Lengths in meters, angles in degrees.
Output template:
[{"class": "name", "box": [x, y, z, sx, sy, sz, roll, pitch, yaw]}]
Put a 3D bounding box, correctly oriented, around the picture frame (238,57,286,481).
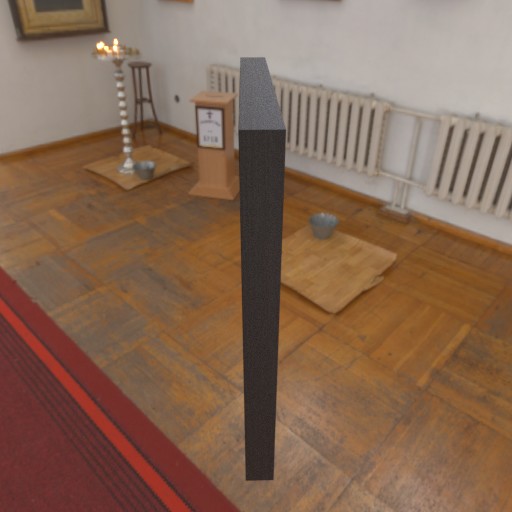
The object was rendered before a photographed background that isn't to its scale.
[{"class": "picture frame", "box": [0.000, 0.000, 0.747, 0.044, 0.555, 0.452, -1, 32, -1]}]
